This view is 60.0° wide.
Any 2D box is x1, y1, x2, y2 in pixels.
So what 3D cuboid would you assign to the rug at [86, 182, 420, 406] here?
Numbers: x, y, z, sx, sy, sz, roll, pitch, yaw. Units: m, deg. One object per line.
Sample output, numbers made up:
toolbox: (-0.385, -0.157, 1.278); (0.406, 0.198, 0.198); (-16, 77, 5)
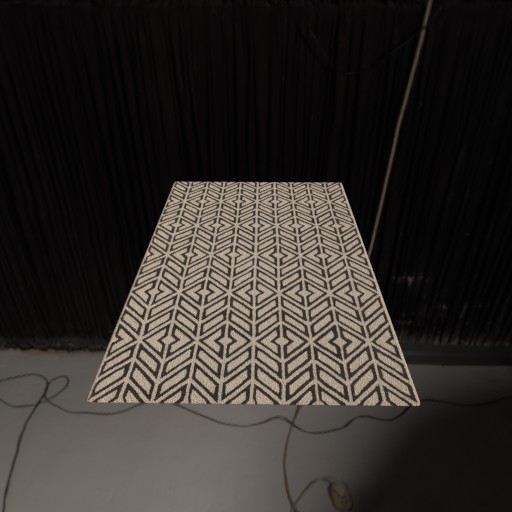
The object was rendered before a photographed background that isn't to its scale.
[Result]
rug: (0.000, 0.000, 3.024); (1.523, 0.008, 2.438); (0, 33, 1)
